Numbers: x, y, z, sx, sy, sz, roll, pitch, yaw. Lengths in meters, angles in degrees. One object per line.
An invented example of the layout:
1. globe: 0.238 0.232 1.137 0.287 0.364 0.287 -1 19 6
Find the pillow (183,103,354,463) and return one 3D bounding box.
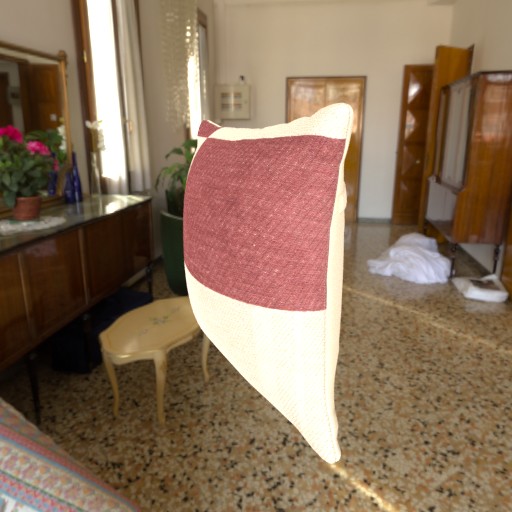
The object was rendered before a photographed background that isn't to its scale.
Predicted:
1. pillow: 0.000 0.000 0.813 0.229 0.506 0.536 -8 17 -25
